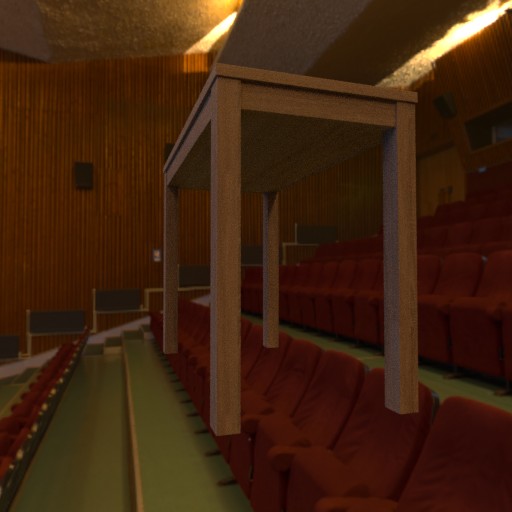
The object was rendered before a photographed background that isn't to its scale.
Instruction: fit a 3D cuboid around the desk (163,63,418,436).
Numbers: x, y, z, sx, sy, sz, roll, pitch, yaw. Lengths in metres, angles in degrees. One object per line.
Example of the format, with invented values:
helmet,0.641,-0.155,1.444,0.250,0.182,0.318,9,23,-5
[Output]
desk,0.000,0.000,1.448,0.495,0.762,0.991,1,-2,-18
